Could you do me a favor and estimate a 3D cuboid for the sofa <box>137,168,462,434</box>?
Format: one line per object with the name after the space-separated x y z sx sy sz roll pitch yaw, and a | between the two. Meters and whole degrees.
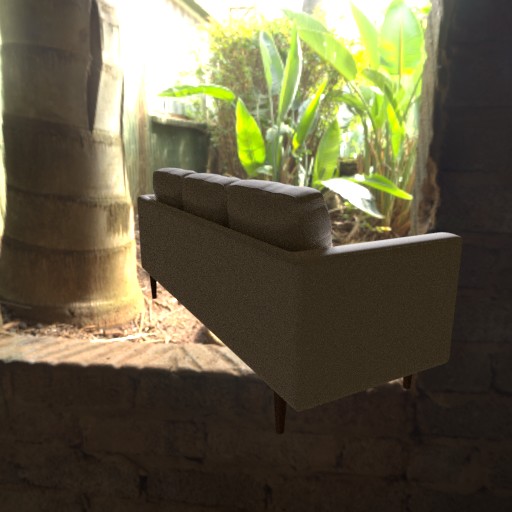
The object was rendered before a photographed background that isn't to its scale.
0.000 0.000 2.460 0.802 0.912 2.029 -8 16 -27 | sofa
